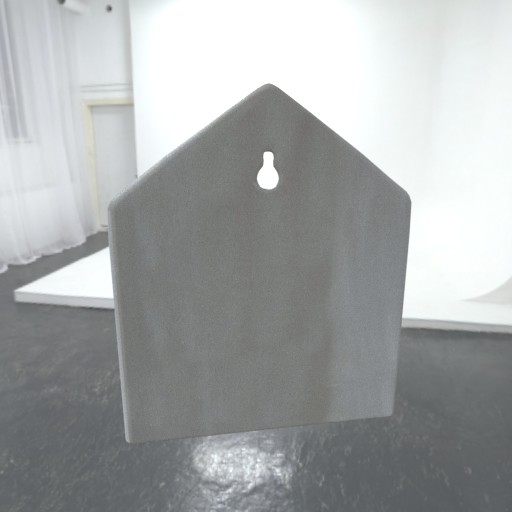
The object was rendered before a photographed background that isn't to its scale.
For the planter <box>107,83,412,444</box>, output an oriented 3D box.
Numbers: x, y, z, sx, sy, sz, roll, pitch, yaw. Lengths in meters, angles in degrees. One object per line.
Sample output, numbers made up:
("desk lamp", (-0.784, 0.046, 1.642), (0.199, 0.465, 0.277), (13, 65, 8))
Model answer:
("planter", (0.000, 0.000, 0.276), (0.163, 0.194, 0.080), (-2, 15, -9))
